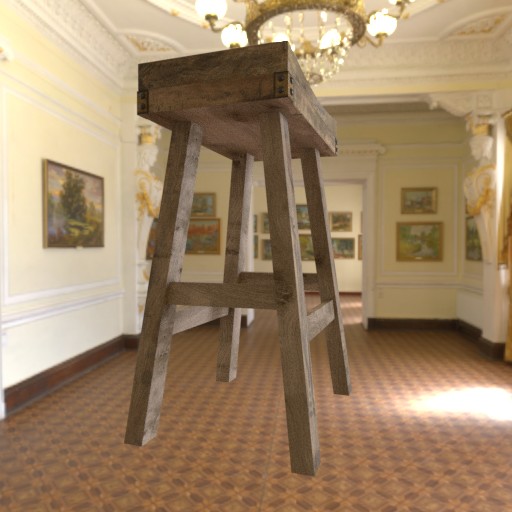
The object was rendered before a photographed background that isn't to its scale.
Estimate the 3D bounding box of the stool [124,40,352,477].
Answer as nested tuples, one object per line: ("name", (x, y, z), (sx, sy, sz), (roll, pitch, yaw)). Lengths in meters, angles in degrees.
("stool", (0.000, 0.000, 0.894), (0.330, 0.635, 0.450), (0, 1, 19))
